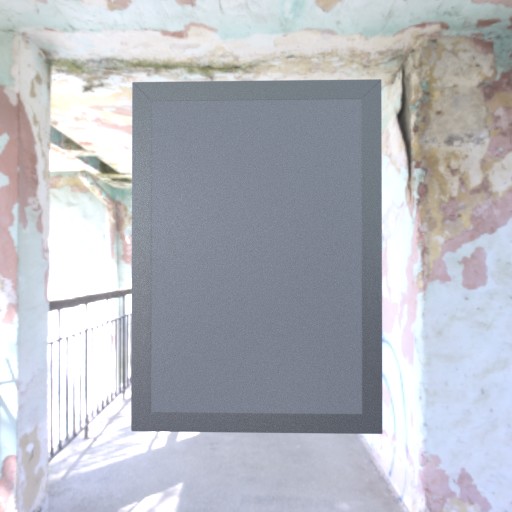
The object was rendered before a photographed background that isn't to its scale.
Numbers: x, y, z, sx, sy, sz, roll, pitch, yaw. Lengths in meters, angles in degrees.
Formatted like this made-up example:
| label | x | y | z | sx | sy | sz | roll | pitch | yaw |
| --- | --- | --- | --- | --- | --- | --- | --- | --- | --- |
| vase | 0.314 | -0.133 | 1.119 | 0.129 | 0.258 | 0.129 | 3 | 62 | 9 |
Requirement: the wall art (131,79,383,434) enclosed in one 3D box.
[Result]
| label | x | y | z | sx | sy | sz | roll | pitch | yaw |
| --- | --- | --- | --- | --- | --- | --- | --- | --- | --- |
| wall art | 0.000 | 0.000 | 0.672 | 0.376 | 0.529 | 0.013 | 0 | -1 | 2 |
